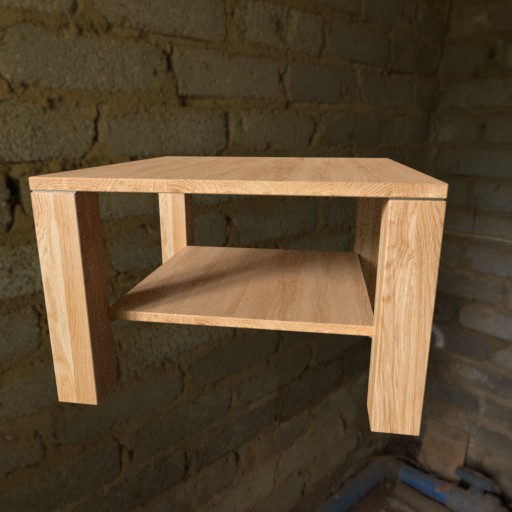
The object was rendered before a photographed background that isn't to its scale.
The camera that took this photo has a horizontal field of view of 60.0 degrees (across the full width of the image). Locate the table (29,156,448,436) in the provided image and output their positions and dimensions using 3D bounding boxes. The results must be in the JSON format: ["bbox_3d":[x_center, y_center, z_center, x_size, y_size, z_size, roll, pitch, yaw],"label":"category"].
[{"bbox_3d":[0.000,0.000,1.117,0.700,0.450,0.700,2,16,8],"label":"table"}]
